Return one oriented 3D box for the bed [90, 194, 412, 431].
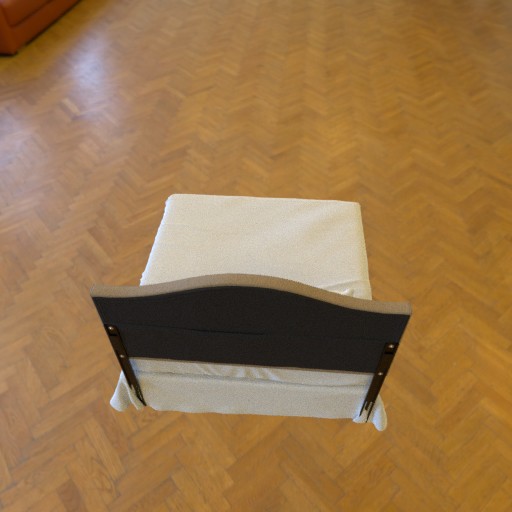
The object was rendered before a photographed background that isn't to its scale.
[{"bbox_3d":[0.000,0.000,3.844,2.311,1.651,2.222,3,46,3],"label":"bed"}]
